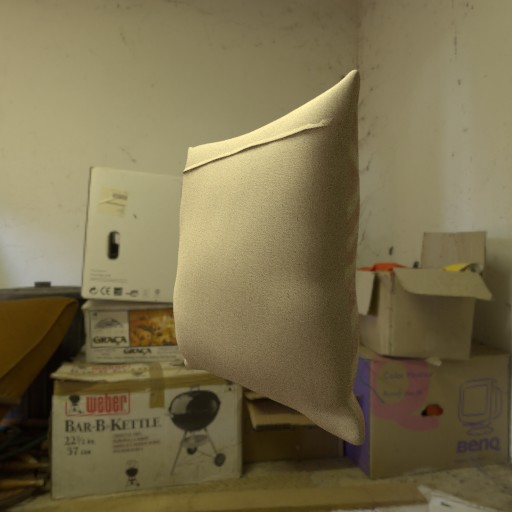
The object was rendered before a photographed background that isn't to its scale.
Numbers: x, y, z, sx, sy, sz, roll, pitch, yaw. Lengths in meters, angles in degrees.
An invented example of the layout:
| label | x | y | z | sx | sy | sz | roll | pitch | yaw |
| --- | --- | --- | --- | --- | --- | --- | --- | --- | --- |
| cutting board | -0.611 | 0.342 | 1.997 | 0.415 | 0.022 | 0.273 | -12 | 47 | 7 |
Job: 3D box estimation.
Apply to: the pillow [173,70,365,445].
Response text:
| label | x | y | z | sx | sy | sz | roll | pitch | yaw |
| --- | --- | --- | --- | --- | --- | --- | --- | --- | --- |
| pillow | 0.000 | 0.000 | 0.691 | 0.182 | 0.441 | 0.440 | 0 | 0 | -36 |
